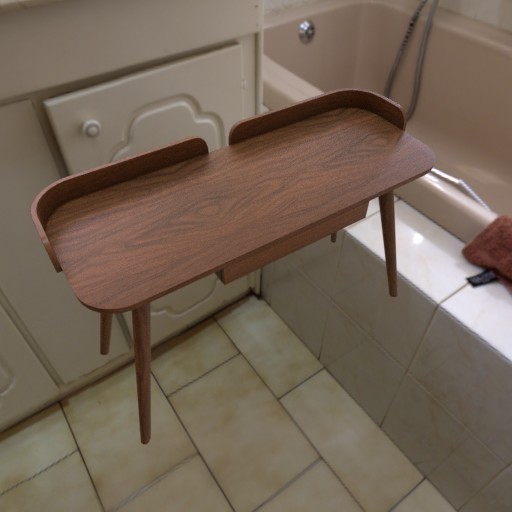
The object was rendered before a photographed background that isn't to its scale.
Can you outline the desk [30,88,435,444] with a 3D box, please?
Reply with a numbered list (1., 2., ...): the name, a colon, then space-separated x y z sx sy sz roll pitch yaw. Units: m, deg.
1. desk: 0.000 0.000 1.622 1.256 0.800 0.486 -25 51 -22
